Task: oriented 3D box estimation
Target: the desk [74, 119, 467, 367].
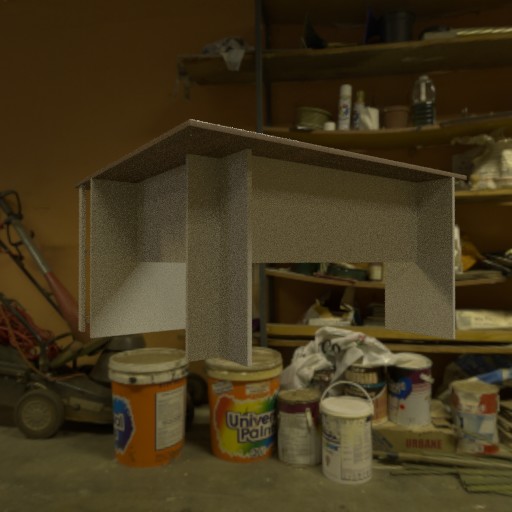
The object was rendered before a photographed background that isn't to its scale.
[{"bbox_3d":[0.000,0.000,2.095,1.361,0.716,1.303,0,-1,-35],"label":"desk"}]
